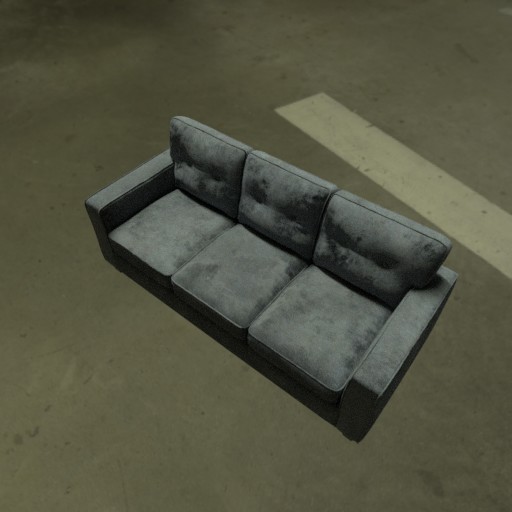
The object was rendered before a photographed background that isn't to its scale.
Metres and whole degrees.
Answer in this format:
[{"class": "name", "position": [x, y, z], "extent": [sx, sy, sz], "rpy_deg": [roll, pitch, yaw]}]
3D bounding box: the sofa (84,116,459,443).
[{"class": "sofa", "position": [0.000, 0.000, 2.739], "extent": [2.133, 0.965, 0.939], "rpy_deg": [31, 54, 25]}]
